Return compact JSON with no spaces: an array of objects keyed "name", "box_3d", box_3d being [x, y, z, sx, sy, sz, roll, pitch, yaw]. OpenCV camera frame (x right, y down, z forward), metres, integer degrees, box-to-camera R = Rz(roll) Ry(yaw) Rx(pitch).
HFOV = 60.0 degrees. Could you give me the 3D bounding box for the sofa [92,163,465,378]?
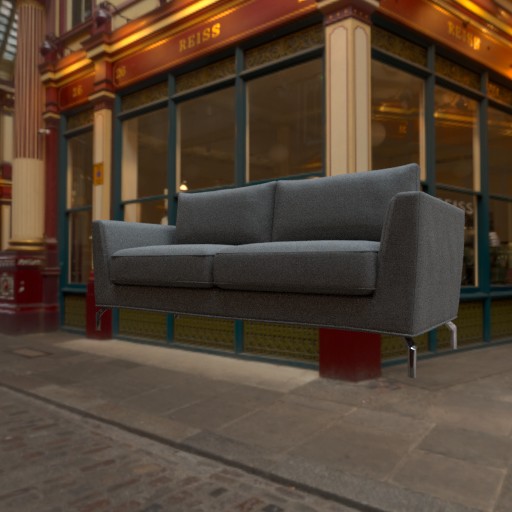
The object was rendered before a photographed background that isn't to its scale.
[{"name":"sofa","box_3d":[0.000,0.000,2.718,2.212,1.002,0.869,-1,-1,36]}]
